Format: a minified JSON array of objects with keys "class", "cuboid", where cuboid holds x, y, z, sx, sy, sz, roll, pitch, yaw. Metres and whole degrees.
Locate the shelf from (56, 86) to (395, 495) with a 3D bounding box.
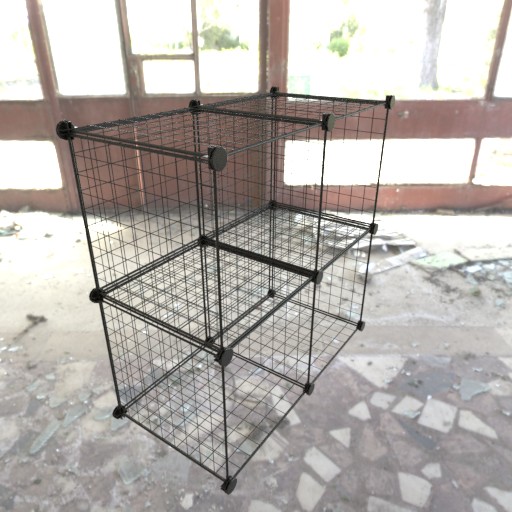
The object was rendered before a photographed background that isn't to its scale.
[{"class":"shelf","cuboid":[0.000,0.000,1.096,0.356,0.711,0.711,17,32,31]}]
